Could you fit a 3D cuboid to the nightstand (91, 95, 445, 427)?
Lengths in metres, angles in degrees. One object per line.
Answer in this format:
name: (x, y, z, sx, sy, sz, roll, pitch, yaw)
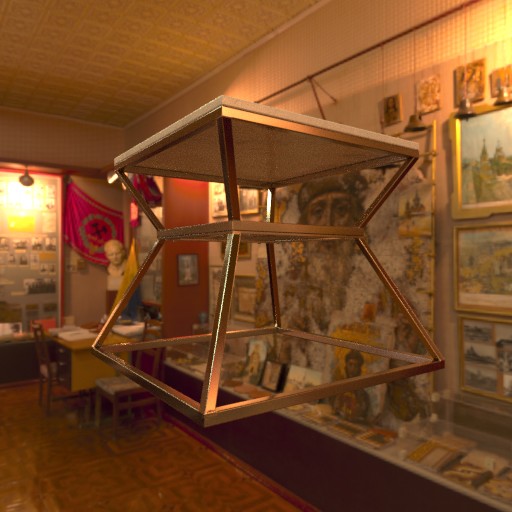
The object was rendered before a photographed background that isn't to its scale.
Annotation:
nightstand: (0.000, 0.000, 0.902, 0.514, 0.426, 0.513, 0, 0, -35)
